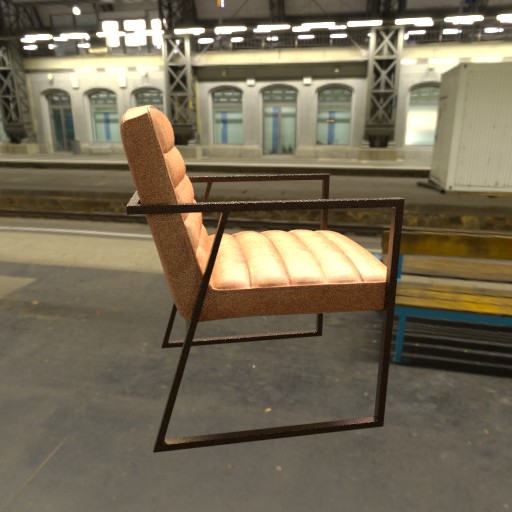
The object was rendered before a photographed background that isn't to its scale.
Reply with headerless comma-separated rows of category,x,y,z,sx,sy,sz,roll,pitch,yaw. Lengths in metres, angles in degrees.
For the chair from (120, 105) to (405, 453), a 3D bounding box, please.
chair,0.000,0.000,1.309,0.677,0.832,0.571,-3,17,-9
